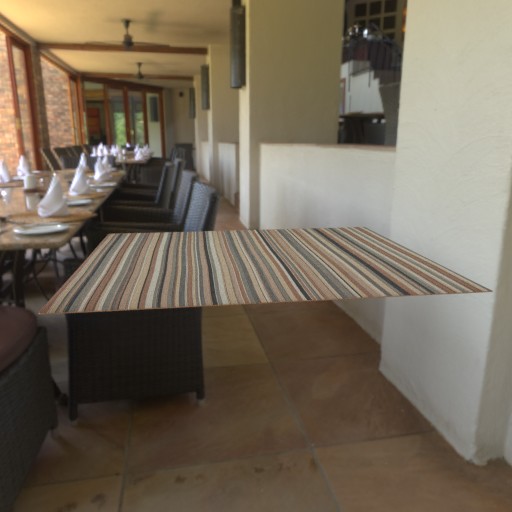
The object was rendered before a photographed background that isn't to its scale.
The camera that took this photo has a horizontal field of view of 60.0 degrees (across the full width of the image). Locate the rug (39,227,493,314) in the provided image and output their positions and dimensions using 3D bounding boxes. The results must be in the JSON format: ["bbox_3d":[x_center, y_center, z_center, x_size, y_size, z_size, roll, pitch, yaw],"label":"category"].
[{"bbox_3d":[0.000,0.000,4.080,3.045,0.011,2.436,-2,15,-8],"label":"rug"}]
